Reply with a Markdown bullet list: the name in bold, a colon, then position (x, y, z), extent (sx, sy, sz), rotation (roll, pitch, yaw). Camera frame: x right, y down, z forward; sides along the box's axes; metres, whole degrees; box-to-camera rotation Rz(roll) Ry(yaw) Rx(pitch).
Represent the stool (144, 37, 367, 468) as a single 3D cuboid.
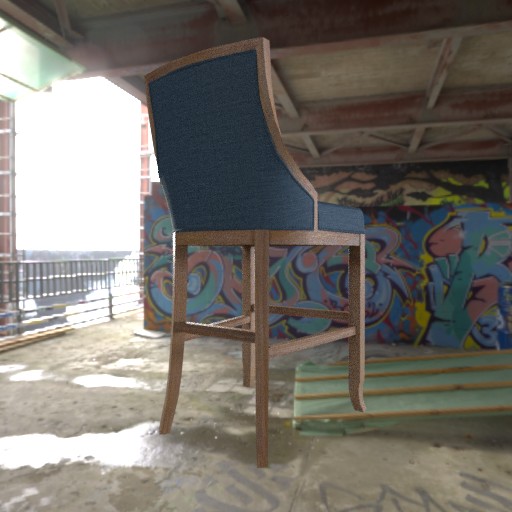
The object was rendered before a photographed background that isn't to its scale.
- **stool**: position (0.000, 0.000, 1.458), extent (0.524, 1.101, 0.626), rotation (1, 1, 35)
